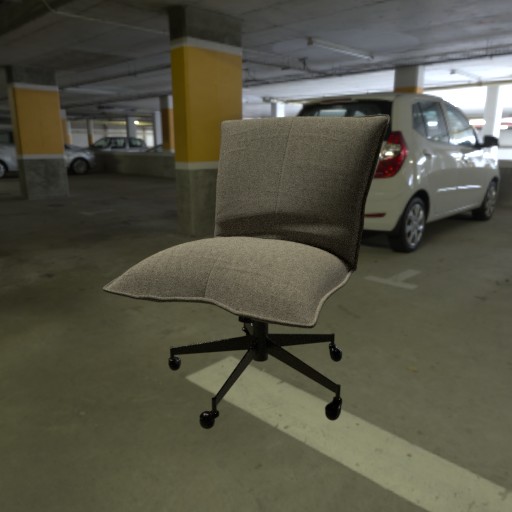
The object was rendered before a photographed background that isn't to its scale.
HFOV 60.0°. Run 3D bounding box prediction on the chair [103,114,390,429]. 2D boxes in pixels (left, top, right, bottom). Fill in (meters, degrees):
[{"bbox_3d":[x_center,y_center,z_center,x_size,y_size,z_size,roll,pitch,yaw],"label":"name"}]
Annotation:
[{"bbox_3d":[0.000,0.000,1.295,0.597,0.811,0.696,7,16,25],"label":"chair"}]
